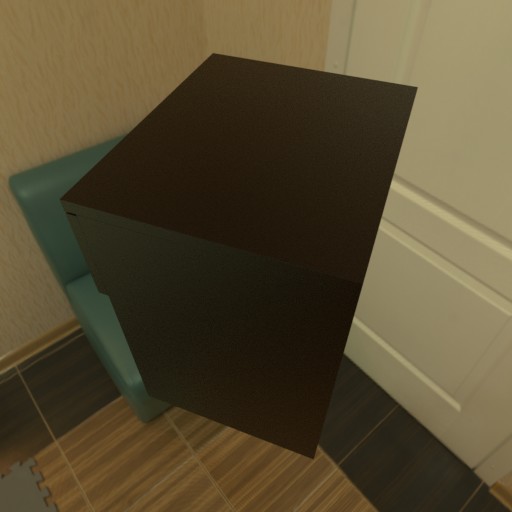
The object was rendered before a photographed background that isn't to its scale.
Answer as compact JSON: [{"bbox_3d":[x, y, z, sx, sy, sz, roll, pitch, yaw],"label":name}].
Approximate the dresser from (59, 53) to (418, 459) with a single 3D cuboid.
[{"bbox_3d":[0.000,0.000,0.744,0.360,0.470,0.400,16,49,14],"label":"dresser"}]
